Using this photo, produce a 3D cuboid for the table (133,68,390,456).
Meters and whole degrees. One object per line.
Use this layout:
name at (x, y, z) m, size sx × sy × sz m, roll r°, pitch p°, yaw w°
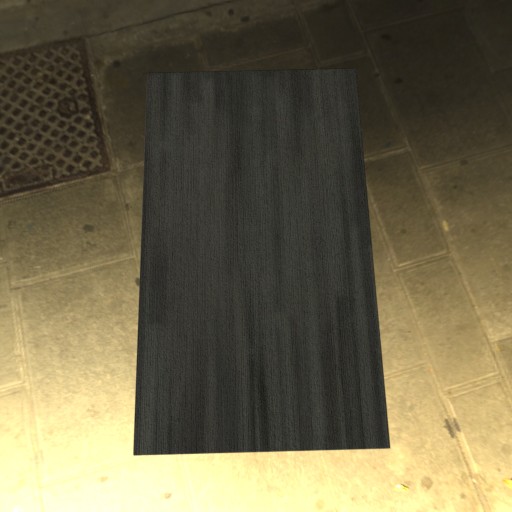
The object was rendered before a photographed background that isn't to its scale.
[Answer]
table at (0.000, 0.000, 1.396) m, size 0.643 × 0.347 × 1.088 m, roll -1°, pitch 76°, yaw 0°
